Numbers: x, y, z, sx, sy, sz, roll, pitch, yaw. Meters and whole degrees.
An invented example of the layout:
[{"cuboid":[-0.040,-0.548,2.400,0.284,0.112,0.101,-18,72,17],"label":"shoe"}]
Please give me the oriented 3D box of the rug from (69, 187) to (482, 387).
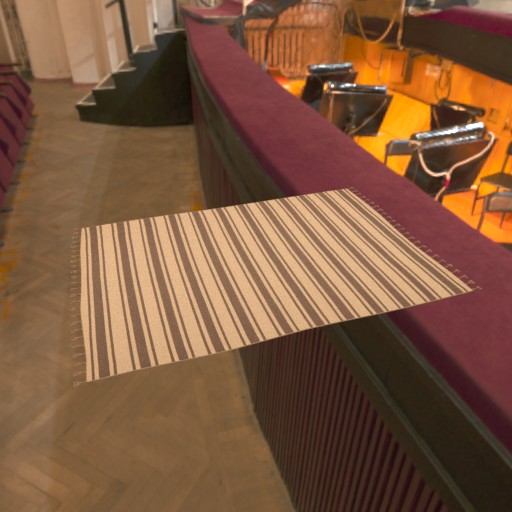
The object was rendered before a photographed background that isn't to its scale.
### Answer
[{"cuboid":[0.000,0.000,3.832,3.040,0.017,2.030,-10,34,-16],"label":"rug"}]
